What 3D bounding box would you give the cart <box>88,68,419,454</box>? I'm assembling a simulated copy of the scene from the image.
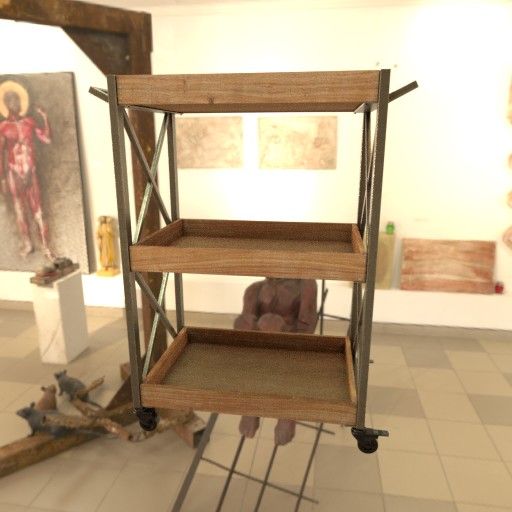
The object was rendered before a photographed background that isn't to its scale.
[{"bbox_3d":[0.000,0.000,1.141,0.673,0.835,0.377,2,15,8],"label":"cart"}]
